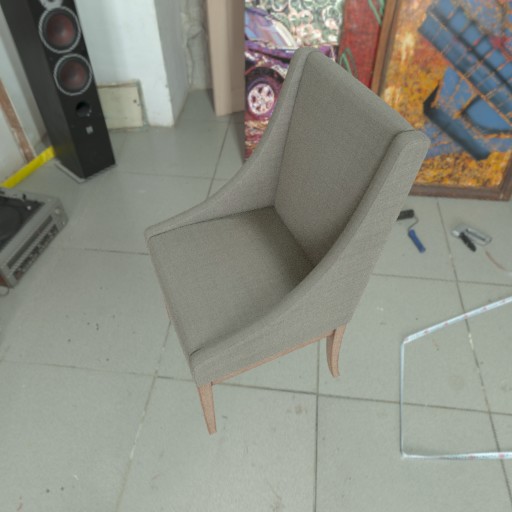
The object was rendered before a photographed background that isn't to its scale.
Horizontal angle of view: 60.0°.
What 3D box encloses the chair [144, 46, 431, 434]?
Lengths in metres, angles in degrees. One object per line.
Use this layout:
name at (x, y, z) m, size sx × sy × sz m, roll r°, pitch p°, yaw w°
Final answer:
chair at (0.000, 0.000, 1.395) m, size 0.611 × 1.021 × 0.575 m, roll -17°, pitch 49°, yaw -15°
